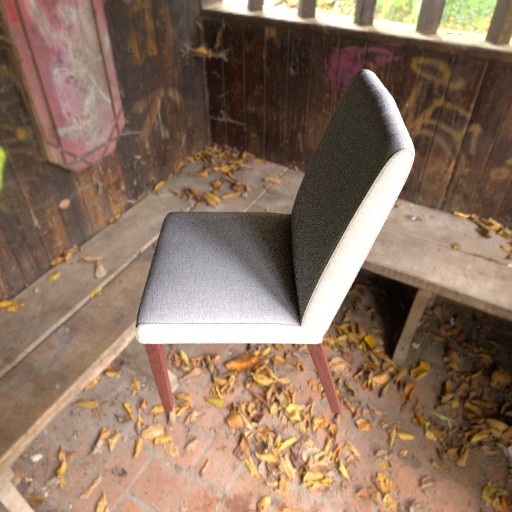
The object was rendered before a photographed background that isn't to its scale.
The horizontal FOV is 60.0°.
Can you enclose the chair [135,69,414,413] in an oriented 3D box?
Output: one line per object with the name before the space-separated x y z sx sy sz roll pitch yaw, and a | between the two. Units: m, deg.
chair | 0.000 0.000 1.230 0.594 0.900 0.480 0 41 0
